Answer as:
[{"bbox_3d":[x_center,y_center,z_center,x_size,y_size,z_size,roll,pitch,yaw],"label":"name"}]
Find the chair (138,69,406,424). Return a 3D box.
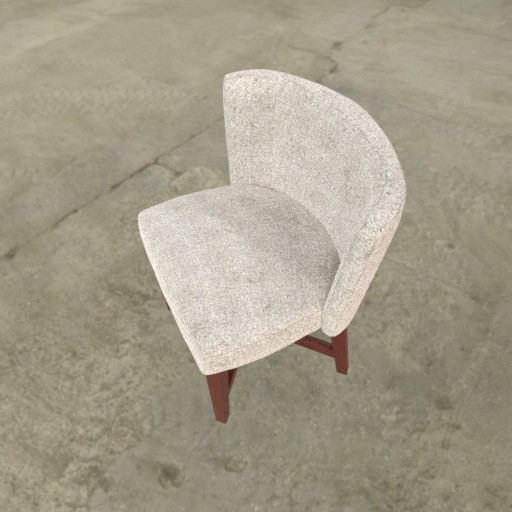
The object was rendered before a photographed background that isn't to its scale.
[{"bbox_3d":[0.000,0.000,1.301,0.575,0.827,0.728,-20,50,-17],"label":"chair"}]
